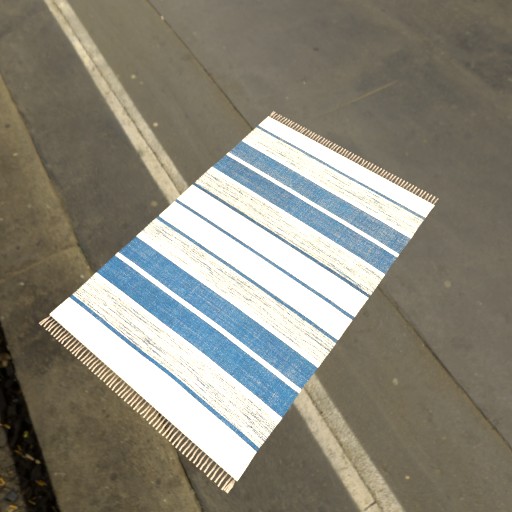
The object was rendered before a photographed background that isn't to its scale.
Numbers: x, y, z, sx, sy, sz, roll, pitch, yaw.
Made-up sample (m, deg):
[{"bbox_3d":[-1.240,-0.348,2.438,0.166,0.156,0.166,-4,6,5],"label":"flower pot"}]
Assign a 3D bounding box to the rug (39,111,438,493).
[{"bbox_3d":[0.000,0.000,3.017,1.532,0.010,2.441,34,65,19],"label":"rug"}]
